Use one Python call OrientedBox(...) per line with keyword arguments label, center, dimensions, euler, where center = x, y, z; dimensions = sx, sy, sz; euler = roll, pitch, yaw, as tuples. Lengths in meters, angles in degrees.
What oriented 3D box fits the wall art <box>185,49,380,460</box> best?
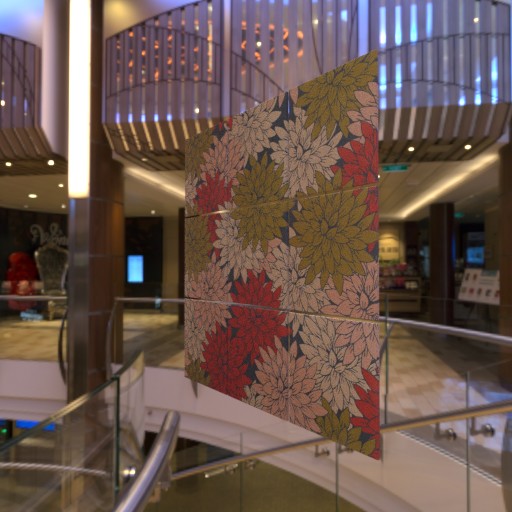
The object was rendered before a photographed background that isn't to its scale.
OrientedBox(label="wall art", center=(0.000, 0.000, 2.263), dimensions=(0.013, 1.534, 1.519), euler=(1, -1, -37))
